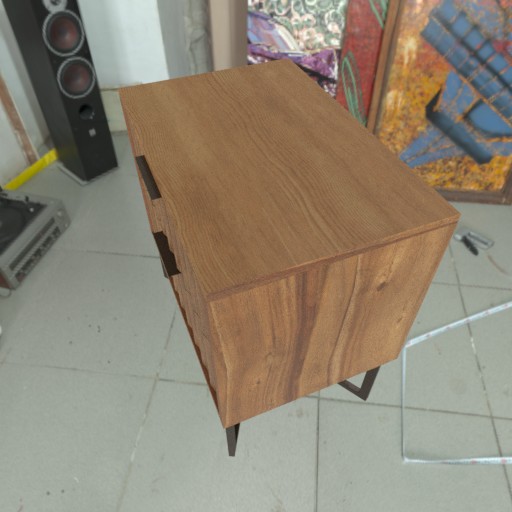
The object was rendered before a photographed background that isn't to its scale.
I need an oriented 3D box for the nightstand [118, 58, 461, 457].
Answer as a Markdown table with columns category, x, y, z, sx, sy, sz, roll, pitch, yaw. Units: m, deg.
| category | x | y | z | sx | sy | sz | roll | pitch | yaw |
| --- | --- | --- | --- | --- | --- | --- | --- | --- | --- |
| nightstand | 0.000 | 0.000 | 1.038 | 0.427 | 0.615 | 0.613 | -17 | 49 | -15 |
